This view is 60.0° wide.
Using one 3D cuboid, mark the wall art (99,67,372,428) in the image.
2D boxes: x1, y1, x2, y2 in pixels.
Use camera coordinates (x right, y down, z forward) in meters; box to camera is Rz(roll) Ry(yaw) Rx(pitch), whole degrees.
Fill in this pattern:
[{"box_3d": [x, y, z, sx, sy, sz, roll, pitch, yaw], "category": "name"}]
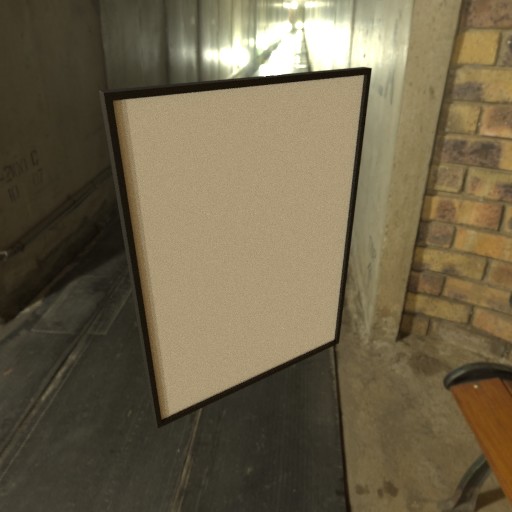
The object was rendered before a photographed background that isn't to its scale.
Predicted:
[{"box_3d": [0.000, 0.000, 1.420, 0.802, 1.070, 0.036, -17, 34, -28], "category": "wall art"}]
